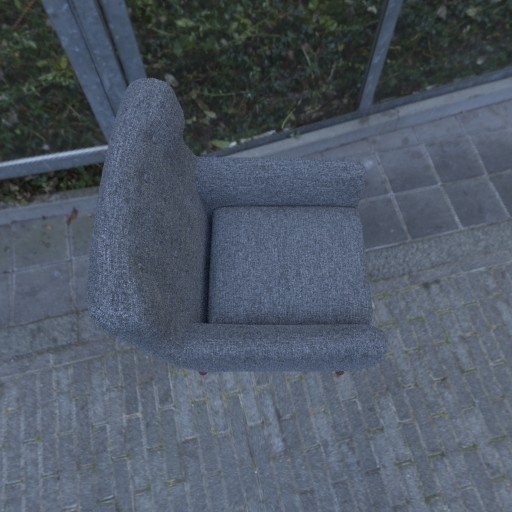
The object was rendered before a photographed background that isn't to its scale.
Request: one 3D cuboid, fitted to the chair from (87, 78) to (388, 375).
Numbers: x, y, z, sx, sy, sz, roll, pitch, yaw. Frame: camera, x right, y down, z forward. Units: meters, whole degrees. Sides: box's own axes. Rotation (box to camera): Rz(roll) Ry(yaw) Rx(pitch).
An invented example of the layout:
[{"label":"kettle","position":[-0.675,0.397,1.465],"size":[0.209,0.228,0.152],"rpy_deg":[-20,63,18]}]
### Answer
[{"label":"chair","position":[0.000,0.000,1.762],"size":[0.940,1.039,0.889],"rpy_deg":[0,64,0]}]
